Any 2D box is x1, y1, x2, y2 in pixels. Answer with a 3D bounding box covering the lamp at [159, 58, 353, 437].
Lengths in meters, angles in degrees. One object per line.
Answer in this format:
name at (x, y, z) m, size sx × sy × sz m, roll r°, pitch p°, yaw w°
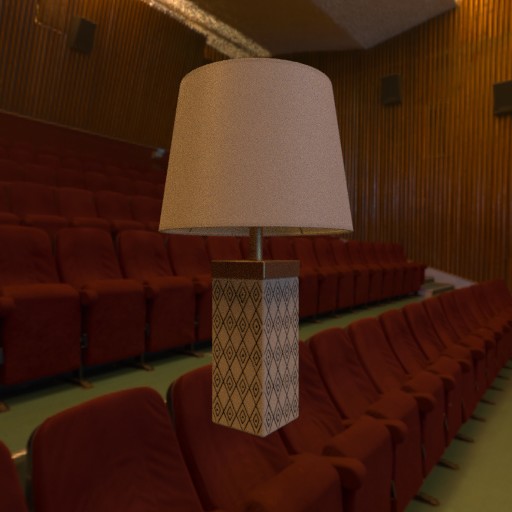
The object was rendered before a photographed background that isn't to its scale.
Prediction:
lamp at (0.000, 0.000, 0.586) m, size 0.251 × 0.435 × 0.251 m, roll 0°, pitch 0°, yaw 0°
